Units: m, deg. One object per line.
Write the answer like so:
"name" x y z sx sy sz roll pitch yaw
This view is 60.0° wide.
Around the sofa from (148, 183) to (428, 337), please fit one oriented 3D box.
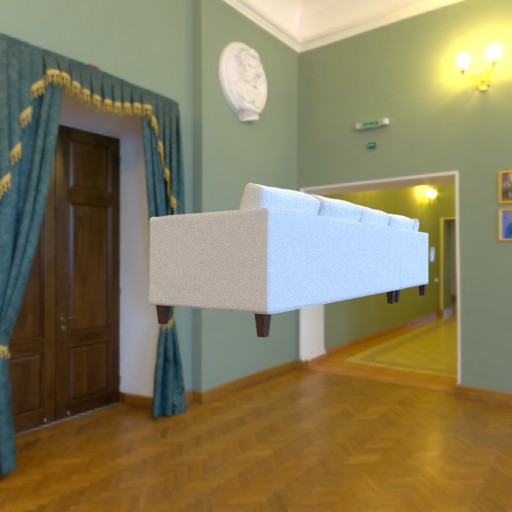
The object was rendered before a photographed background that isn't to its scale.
"sofa" 0.000 0.000 4.284 2.432 0.863 3.182 0 0 36
